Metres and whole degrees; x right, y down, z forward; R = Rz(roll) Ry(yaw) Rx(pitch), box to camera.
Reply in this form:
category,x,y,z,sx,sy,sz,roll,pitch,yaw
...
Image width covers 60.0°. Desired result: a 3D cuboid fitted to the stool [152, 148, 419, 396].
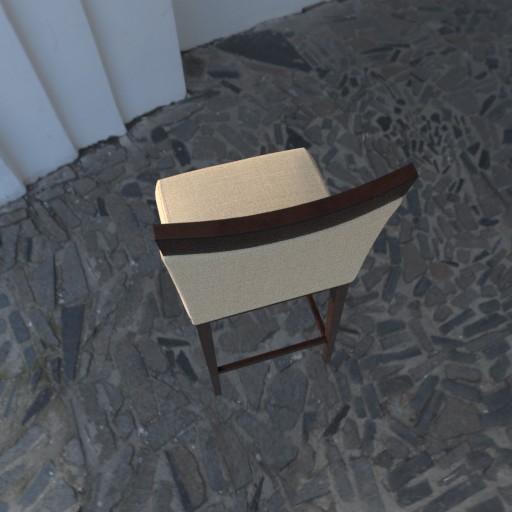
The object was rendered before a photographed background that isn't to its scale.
category,x,y,z,sx,sy,sz,roll,pitch,yaw
stool,0.000,0.000,1.393,0.511,1.117,0.531,-14,60,-8
